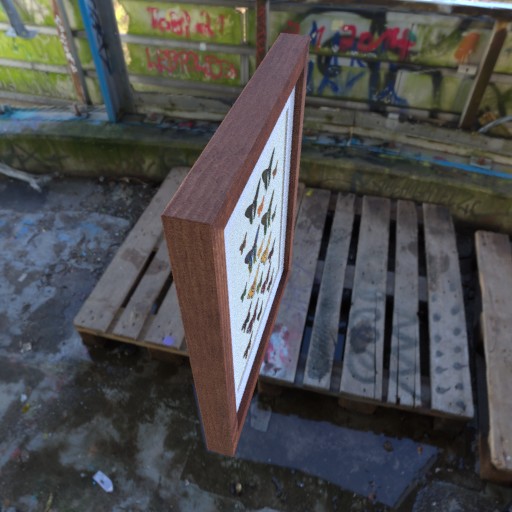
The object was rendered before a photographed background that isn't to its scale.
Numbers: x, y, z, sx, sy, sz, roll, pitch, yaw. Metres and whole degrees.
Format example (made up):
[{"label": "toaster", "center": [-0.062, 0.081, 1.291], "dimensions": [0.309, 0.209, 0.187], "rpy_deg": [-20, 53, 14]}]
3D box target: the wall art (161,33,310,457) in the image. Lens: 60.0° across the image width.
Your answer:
[{"label": "wall art", "center": [0.000, 0.000, 0.609], "dimensions": [0.039, 0.449, 0.377], "rpy_deg": [11, 47, 11]}]
